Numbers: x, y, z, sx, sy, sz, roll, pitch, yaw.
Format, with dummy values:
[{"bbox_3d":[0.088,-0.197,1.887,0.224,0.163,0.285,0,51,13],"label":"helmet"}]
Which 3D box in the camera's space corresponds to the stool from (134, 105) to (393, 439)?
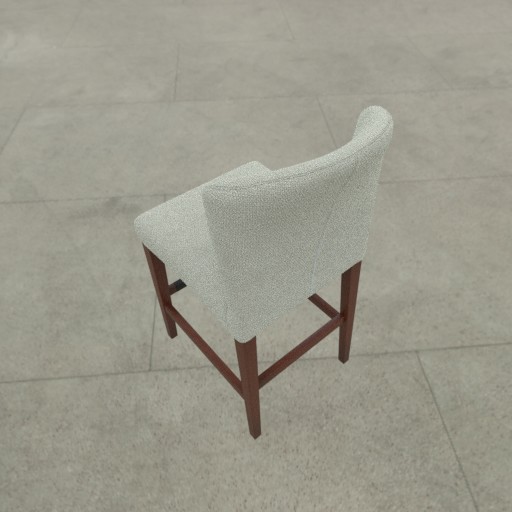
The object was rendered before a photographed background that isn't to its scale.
[{"bbox_3d":[0.000,0.000,1.284,0.481,0.969,0.568,-31,54,-27],"label":"stool"}]
